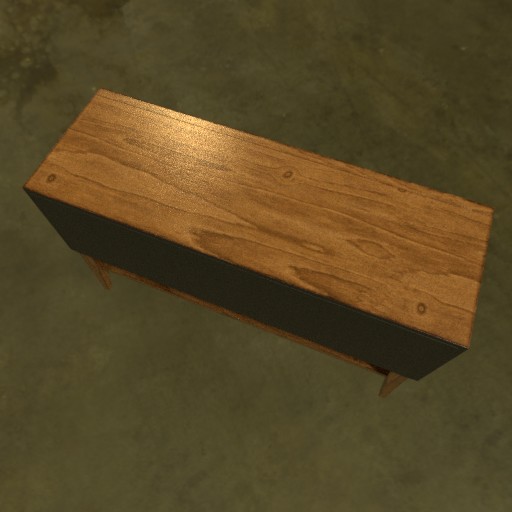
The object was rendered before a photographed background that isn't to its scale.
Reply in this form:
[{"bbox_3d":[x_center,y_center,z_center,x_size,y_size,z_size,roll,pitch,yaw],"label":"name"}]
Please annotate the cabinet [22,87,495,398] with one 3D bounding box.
[{"bbox_3d":[0.000,0.000,1.708,1.363,0.802,0.477,20,65,10],"label":"cabinet"}]
